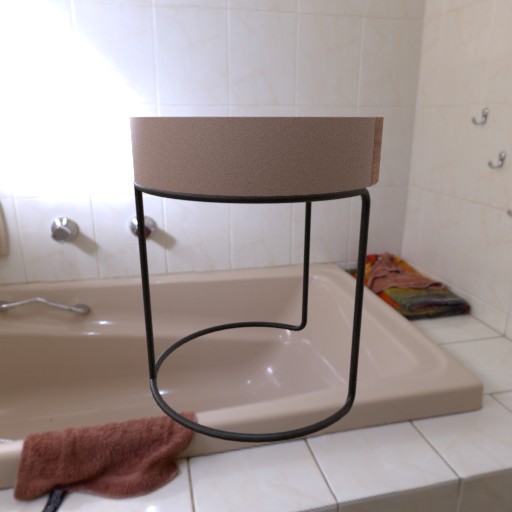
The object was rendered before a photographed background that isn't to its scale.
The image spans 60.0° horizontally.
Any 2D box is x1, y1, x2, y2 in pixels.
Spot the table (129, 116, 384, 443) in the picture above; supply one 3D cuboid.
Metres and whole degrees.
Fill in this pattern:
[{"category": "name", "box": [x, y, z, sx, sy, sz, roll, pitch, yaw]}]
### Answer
[{"category": "table", "box": [0.000, 0.000, 0.885, 0.450, 0.530, 0.450, 0, 17, 0]}]
